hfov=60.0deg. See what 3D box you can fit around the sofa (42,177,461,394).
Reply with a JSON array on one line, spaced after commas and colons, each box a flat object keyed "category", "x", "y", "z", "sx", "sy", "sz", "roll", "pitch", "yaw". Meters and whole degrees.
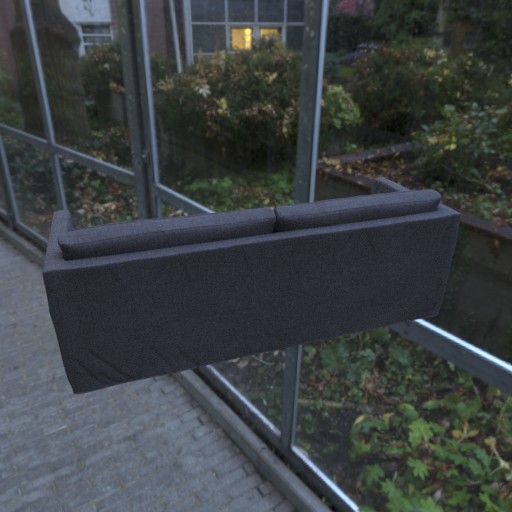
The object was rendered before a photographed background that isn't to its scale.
[{"category": "sofa", "x": 0.000, "y": 0.000, "z": 3.310, "sx": 2.779, "sy": 0.998, "sz": 1.036, "roll": -9, "pitch": 27, "yaw": -17}]
